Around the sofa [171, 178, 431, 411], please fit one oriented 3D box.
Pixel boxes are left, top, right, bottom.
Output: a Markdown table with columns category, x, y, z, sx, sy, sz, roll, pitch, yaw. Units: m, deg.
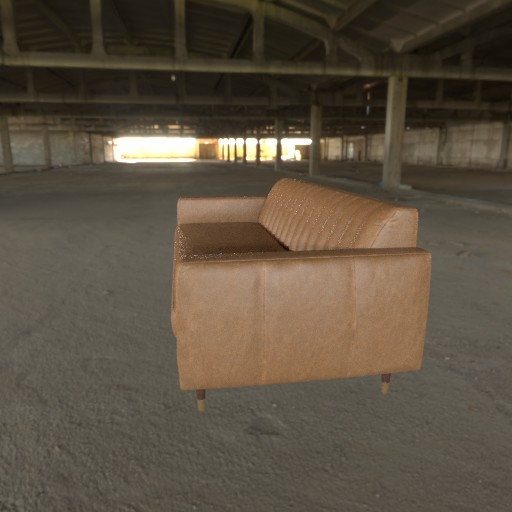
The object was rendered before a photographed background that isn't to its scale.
| category | x | y | z | sx | sy | sz | roll | pitch | yaw |
| --- | --- | --- | --- | --- | --- | --- | --- | --- | --- |
| sofa | 0.000 | 0.000 | 2.704 | 0.990 | 0.821 | 2.291 | -2 | 14 | -9 |
